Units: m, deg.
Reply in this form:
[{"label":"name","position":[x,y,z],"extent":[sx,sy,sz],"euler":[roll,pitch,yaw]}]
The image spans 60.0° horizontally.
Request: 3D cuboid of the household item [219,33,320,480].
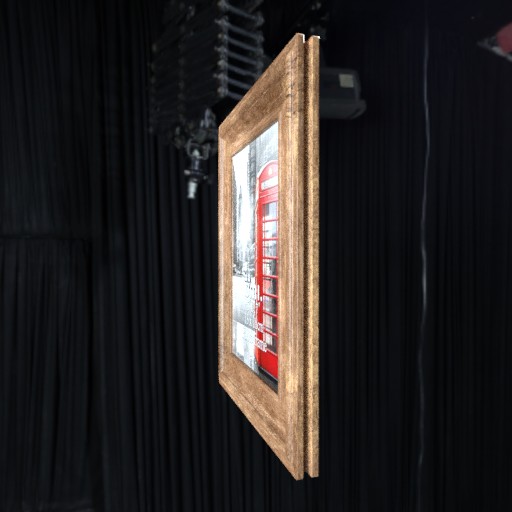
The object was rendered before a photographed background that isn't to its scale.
[{"label":"household item","position":[0.000,0.000,0.325],"extent":[0.018,0.237,0.186],"euler":[0,1,-18]}]
